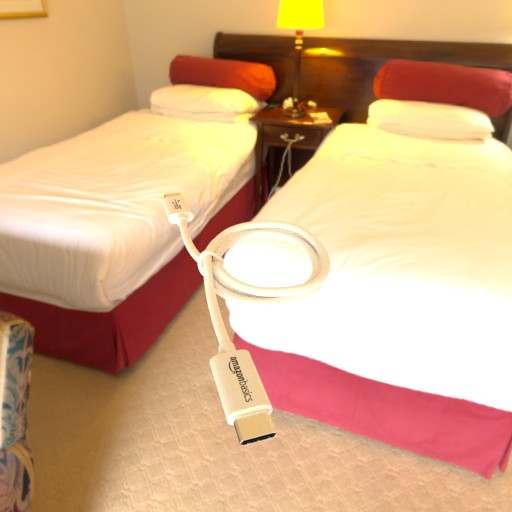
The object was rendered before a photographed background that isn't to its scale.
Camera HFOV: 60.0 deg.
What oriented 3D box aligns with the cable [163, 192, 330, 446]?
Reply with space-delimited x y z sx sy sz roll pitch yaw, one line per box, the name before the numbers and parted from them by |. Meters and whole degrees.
cable | 0.000 0.000 0.209 0.070 0.014 0.186 -9 32 -15
